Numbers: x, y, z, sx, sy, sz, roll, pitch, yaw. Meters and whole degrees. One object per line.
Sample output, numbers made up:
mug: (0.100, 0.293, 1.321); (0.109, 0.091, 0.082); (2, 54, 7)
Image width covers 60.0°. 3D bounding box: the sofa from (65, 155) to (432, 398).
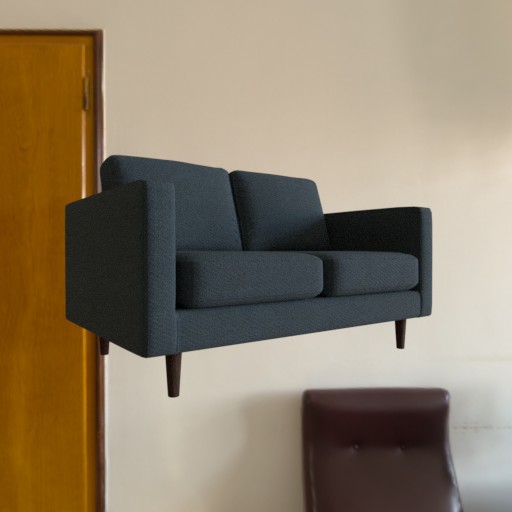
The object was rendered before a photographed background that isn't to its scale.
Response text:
sofa: (0.000, 0.000, 2.145); (1.518, 0.930, 0.999); (0, 1, -36)
